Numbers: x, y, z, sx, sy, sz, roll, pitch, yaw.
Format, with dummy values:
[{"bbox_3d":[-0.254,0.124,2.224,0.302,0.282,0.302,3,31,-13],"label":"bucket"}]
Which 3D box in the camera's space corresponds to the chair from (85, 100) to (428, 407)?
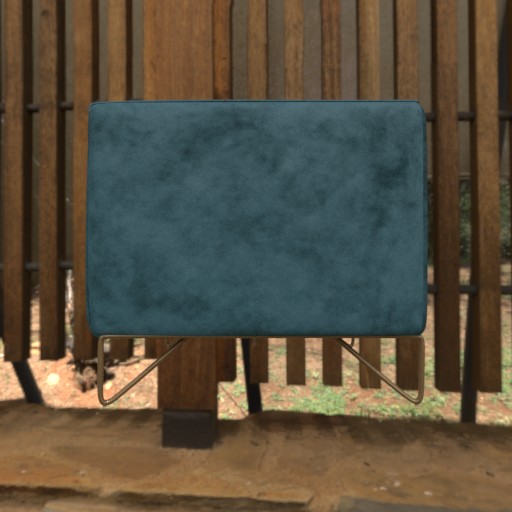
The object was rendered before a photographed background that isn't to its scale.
[{"bbox_3d":[0.000,0.000,1.549,0.894,0.790,0.880,0,-1,0],"label":"chair"}]
